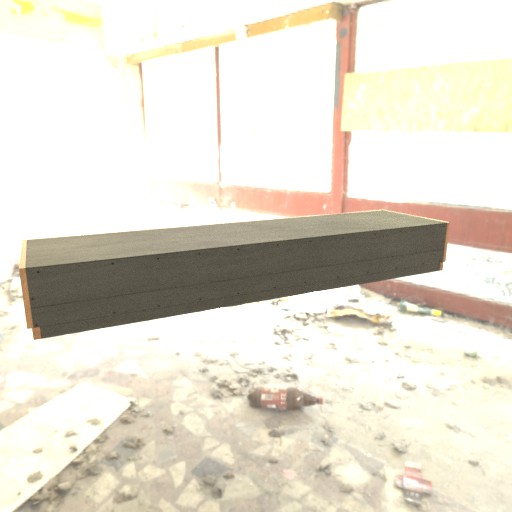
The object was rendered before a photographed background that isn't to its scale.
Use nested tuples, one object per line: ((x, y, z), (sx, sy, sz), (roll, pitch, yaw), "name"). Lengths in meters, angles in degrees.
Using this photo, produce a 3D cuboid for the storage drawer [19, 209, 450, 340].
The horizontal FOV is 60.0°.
((0.000, 0.000, 2.184), (2.032, 0.264, 0.538), (-7, 16, -25), "storage drawer")
